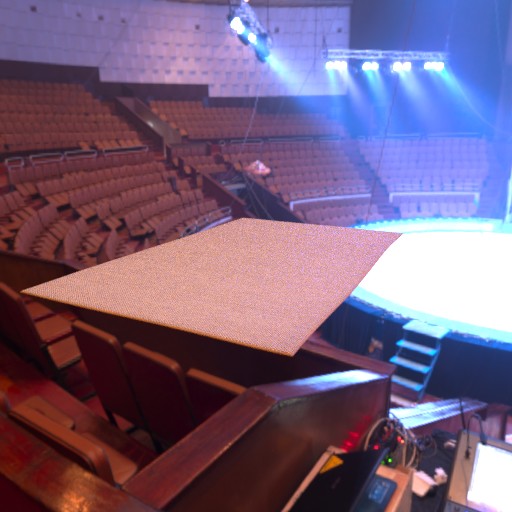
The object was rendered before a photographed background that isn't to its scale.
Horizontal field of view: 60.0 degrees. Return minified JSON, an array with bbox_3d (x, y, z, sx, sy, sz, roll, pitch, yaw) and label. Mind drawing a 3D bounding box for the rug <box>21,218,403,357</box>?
[{"bbox_3d":[0.000,0.000,2.089,1.078,0.013,1.678,8,17,26],"label":"rug"}]
